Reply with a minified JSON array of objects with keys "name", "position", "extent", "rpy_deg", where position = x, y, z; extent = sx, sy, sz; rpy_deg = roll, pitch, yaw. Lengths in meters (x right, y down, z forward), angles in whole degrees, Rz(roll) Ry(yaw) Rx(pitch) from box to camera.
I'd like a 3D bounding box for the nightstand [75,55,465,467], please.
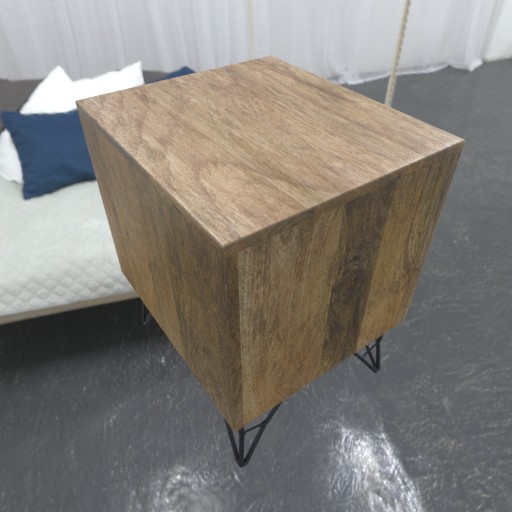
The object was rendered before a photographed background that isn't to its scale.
[{"name":"nightstand","position":[0.000,0.000,0.859],"extent":[0.406,0.559,0.457],"rpy_deg":[-25,47,-26]}]
